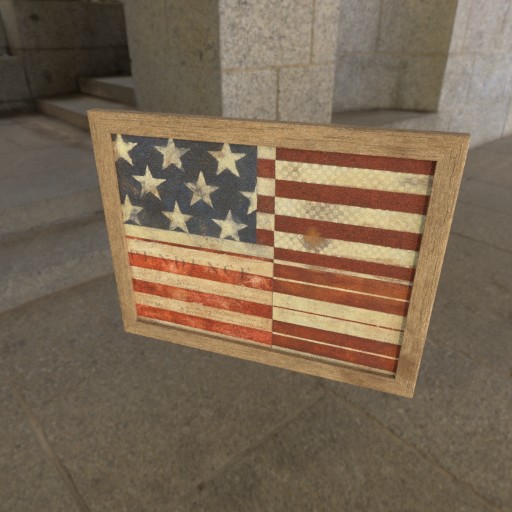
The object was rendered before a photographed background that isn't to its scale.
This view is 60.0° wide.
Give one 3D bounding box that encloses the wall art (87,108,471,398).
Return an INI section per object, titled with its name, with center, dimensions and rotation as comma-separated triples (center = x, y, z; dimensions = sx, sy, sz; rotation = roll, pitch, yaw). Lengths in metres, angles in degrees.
[wall art]
center = 0.000, 0.000, 0.899
dimensions = 0.690, 0.535, 0.026
rotation = 9, 29, 17
